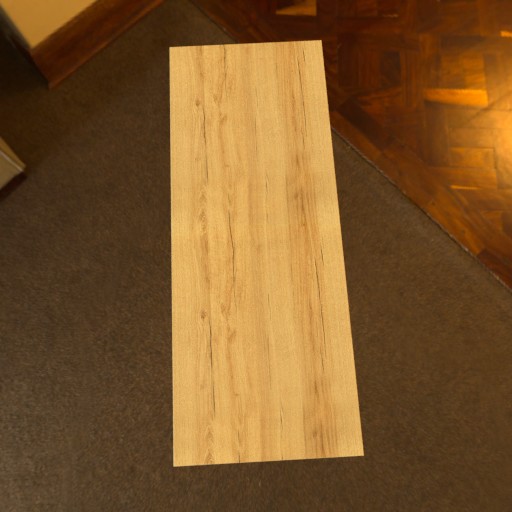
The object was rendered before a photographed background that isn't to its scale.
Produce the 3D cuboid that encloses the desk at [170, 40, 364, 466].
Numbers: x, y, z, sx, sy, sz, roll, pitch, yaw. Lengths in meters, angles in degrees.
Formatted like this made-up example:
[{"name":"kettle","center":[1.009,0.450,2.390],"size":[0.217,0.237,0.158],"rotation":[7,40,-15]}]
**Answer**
[{"name":"desk","center":[0.000,0.000,1.811],"size":[0.550,0.760,1.400],"rotation":[-3,77,-1]}]
